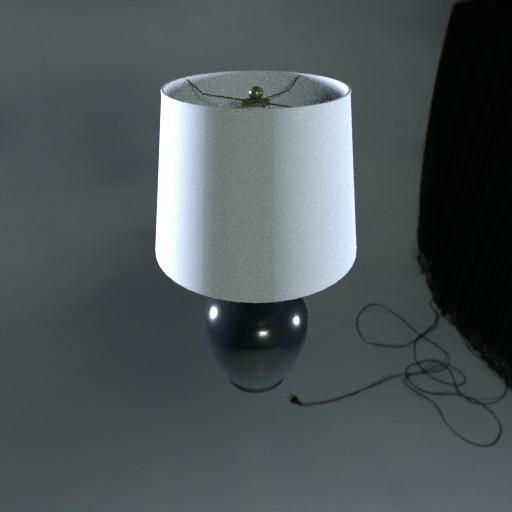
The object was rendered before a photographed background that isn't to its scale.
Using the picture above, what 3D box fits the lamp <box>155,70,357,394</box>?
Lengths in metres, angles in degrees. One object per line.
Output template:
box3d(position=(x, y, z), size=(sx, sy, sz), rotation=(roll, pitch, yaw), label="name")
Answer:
box3d(position=(0.000, 0.000, 0.549), size=(0.239, 0.399, 0.239), rotation=(0, 32, 0), label="lamp")
